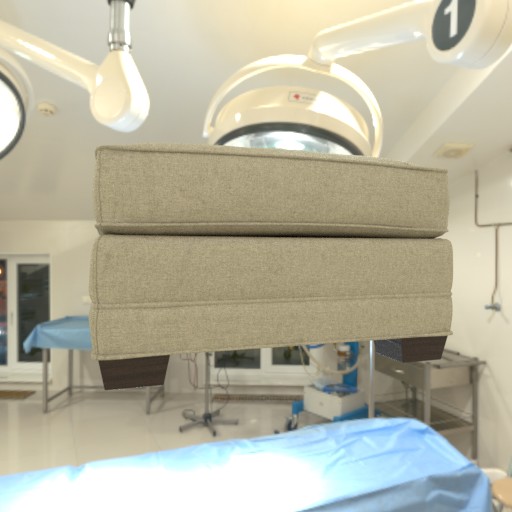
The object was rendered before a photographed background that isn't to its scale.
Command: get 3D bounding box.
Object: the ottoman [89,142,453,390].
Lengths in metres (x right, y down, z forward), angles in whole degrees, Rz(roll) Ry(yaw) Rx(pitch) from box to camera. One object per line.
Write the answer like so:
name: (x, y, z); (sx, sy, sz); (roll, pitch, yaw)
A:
ottoman: (0.000, 0.000, 1.219); (0.848, 0.508, 0.611); (0, 0, -18)
